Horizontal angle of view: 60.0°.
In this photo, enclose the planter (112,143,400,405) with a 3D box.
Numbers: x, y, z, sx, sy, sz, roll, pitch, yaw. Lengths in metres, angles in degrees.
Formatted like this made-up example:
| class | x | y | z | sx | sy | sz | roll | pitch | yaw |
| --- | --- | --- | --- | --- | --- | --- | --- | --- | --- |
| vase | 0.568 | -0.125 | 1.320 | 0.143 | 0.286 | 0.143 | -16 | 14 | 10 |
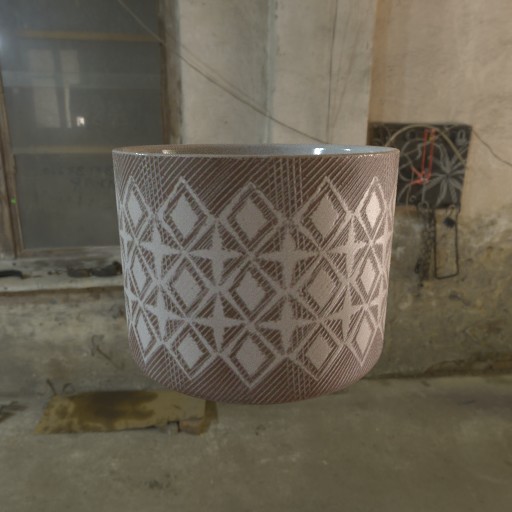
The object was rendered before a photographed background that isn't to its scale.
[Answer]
| class | x | y | z | sx | sy | sz | roll | pitch | yaw |
| --- | --- | --- | --- | --- | --- | --- | --- | --- | --- |
| planter | 0.000 | 0.000 | 0.218 | 0.126 | 0.104 | 0.126 | 0 | 16 | 0 |
